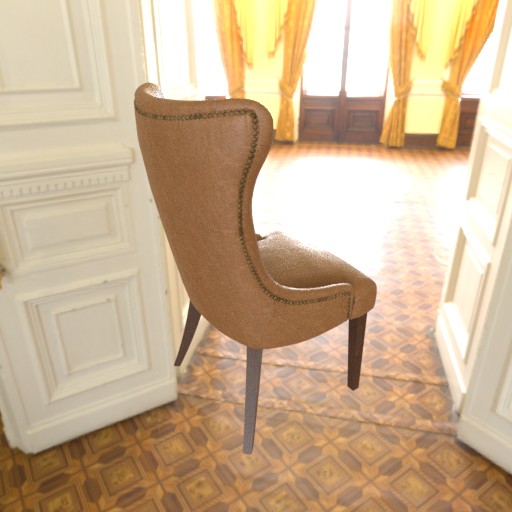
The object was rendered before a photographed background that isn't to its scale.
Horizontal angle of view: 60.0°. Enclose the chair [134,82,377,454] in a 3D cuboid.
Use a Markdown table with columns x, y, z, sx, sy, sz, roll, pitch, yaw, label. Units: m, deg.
| x | y | z | sx | sy | sz | roll | pitch | yaw | label |
| --- | --- | --- | --- | --- | --- | --- | --- | --- | --- |
| 0.000 | 0.000 | 1.474 | 0.669 | 1.065 | 0.611 | -17 | 30 | -31 | chair |
